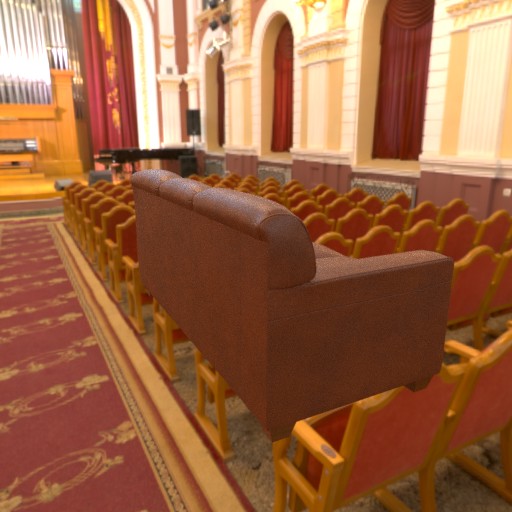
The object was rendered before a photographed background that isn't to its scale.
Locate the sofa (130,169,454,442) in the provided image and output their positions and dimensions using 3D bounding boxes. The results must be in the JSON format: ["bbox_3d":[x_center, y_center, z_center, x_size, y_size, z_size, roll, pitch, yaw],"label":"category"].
[{"bbox_3d":[0.000,0.000,2.632,1.008,0.953,2.039,-8,17,-27],"label":"sofa"}]
